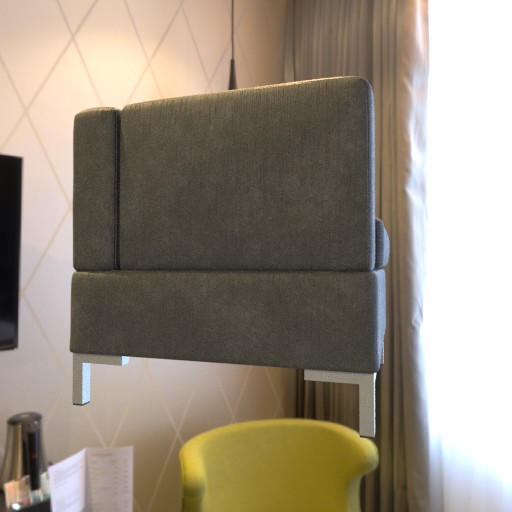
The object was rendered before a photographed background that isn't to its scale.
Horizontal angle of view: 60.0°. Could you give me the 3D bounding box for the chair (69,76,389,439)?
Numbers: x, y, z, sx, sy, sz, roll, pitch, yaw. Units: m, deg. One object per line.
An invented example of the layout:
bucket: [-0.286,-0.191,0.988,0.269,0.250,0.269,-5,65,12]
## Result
chair: [0.000,0.000,1.187,0.680,0.660,0.680,0,-1,17]
